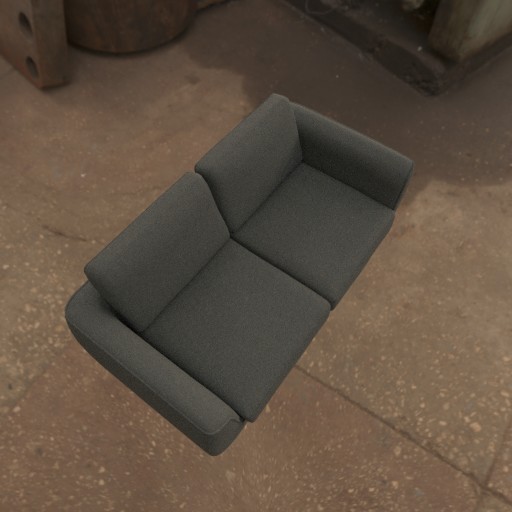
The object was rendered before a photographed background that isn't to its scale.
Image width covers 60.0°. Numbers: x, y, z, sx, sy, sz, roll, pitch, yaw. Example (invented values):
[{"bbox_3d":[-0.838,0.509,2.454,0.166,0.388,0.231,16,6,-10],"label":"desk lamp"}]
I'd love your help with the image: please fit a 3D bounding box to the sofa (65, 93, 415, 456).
[{"bbox_3d":[0.000,0.000,2.231,0.920,0.850,1.700,32,64,18],"label":"sofa"}]
